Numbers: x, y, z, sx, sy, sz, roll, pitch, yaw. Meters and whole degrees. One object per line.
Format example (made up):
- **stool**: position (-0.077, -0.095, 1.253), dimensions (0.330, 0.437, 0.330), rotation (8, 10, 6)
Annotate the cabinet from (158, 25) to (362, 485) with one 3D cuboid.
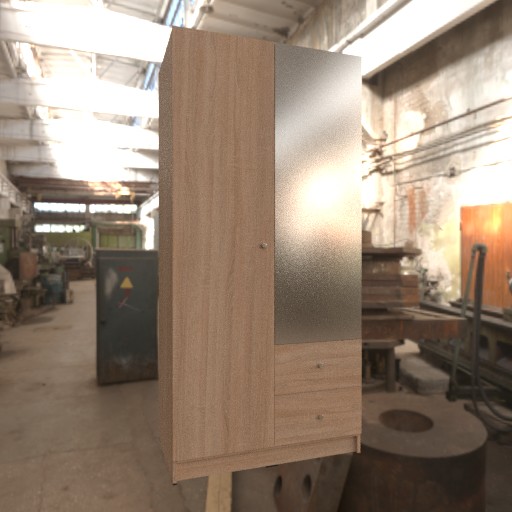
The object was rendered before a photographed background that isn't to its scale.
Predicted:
- **cabinet**: position (0.000, 0.000, 2.463), dimensions (1.001, 2.121, 0.590), rotation (0, 0, -19)
